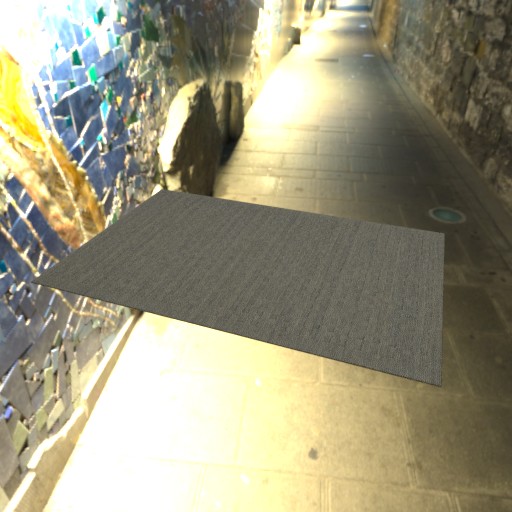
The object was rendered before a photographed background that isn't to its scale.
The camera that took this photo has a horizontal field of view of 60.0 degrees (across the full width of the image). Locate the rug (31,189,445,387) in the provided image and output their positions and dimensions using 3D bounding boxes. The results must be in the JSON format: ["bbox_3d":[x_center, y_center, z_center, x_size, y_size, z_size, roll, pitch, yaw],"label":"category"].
[{"bbox_3d":[0.000,0.000,2.203,1.752,0.006,1.142,11,33,17],"label":"rug"}]
